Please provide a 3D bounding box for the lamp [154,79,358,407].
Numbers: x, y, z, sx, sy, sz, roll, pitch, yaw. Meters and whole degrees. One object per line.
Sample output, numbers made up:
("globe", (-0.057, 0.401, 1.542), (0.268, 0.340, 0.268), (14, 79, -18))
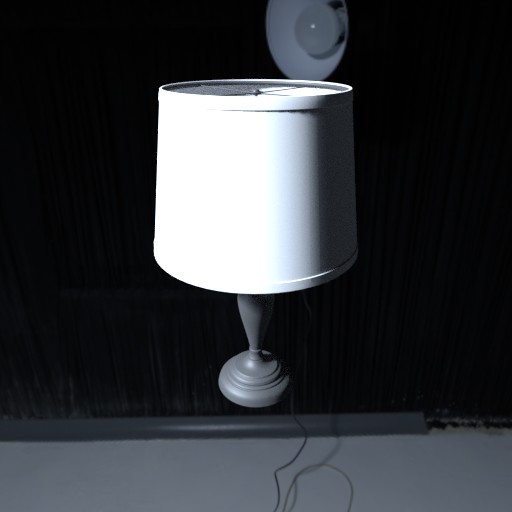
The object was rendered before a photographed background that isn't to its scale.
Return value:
("lamp", (0.000, 0.000, 0.699), (0.310, 0.501, 0.310), (0, 26, 0))
